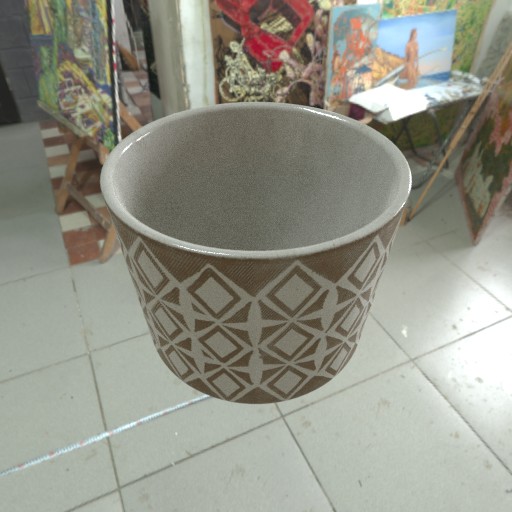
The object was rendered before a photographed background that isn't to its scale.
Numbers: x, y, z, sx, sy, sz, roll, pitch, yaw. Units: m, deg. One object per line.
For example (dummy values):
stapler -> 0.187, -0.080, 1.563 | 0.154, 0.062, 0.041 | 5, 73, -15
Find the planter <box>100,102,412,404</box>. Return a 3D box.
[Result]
planter -> 0.000, 0.000, 0.453 | 0.260, 0.220, 0.260 | 0, 40, 0
